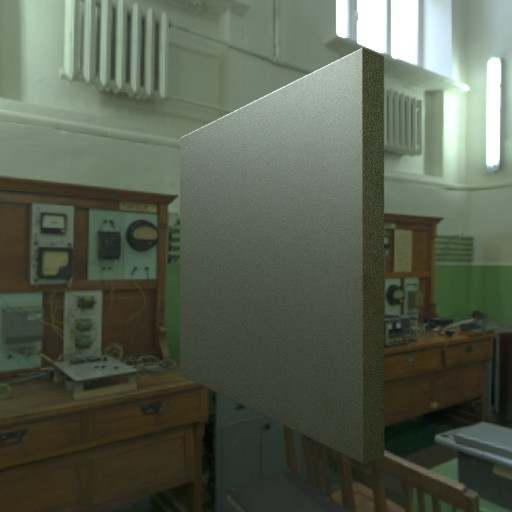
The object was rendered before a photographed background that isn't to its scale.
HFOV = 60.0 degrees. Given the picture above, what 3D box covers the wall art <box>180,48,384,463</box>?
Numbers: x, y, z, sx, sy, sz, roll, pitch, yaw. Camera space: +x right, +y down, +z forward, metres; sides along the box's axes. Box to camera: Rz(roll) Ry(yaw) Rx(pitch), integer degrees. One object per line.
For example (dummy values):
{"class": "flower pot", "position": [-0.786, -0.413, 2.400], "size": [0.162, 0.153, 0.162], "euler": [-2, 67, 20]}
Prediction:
{"class": "wall art", "position": [0.000, 0.000, 0.754], "size": [0.040, 0.506, 0.503], "euler": [0, 0, -36]}
